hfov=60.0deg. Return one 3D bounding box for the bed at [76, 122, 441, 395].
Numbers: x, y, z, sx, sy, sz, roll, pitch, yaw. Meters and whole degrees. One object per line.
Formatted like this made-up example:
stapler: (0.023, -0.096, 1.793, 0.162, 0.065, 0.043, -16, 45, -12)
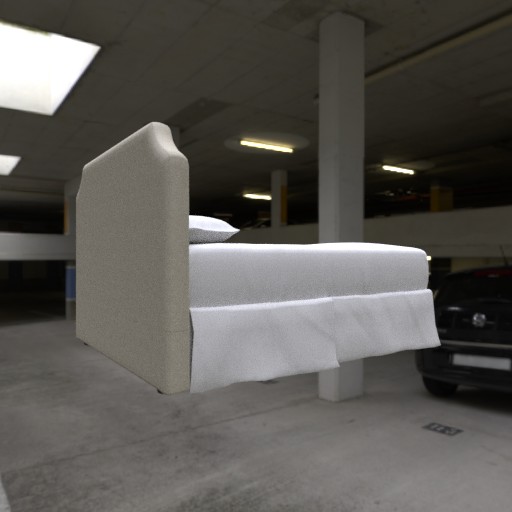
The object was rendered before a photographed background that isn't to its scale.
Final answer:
bed: (0.000, 0.000, 3.214, 2.116, 1.290, 1.693, 0, 0, -35)
